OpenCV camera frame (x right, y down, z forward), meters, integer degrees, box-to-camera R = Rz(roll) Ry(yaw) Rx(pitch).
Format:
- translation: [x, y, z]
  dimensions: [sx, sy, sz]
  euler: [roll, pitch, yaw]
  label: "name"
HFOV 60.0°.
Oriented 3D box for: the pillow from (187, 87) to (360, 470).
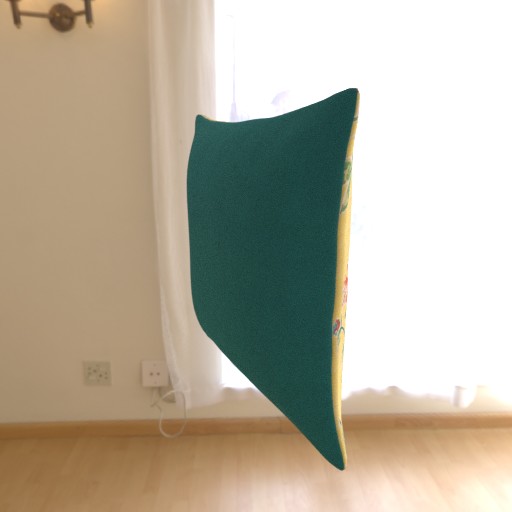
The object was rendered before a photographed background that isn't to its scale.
- translation: [0.000, 0.000, 0.783]
  dimensions: [0.166, 0.508, 0.525]
  euler: [-7, 15, -26]
  label: "pillow"
